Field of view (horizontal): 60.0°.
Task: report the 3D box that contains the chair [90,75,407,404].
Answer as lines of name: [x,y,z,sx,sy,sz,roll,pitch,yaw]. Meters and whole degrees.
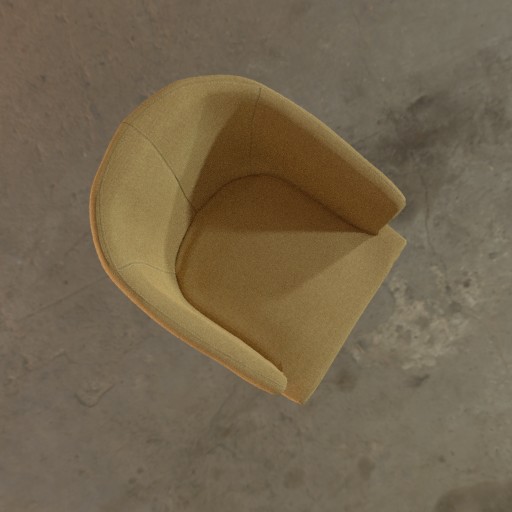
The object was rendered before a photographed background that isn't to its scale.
chair: [0.000,0.000,1.232,0.655,0.811,0.583,34,79,8]
